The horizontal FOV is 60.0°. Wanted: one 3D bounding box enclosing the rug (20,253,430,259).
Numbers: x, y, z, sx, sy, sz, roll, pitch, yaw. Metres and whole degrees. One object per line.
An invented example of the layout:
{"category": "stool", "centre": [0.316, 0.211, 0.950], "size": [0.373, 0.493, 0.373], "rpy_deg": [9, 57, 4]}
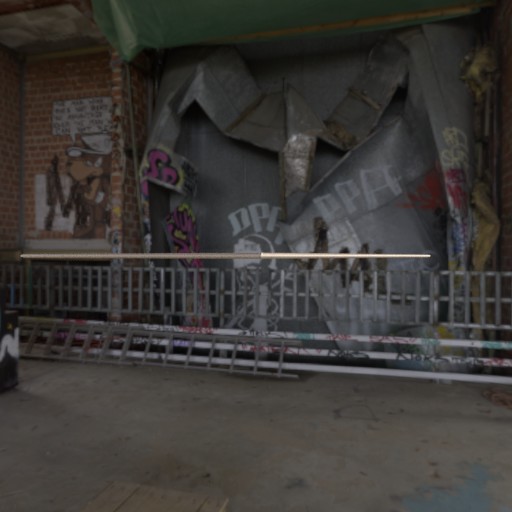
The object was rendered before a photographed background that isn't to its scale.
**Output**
{"category": "rug", "centre": [0.000, 0.000, 2.683], "size": [1.525, 0.020, 2.081], "rpy_deg": [0, 0, 35]}
